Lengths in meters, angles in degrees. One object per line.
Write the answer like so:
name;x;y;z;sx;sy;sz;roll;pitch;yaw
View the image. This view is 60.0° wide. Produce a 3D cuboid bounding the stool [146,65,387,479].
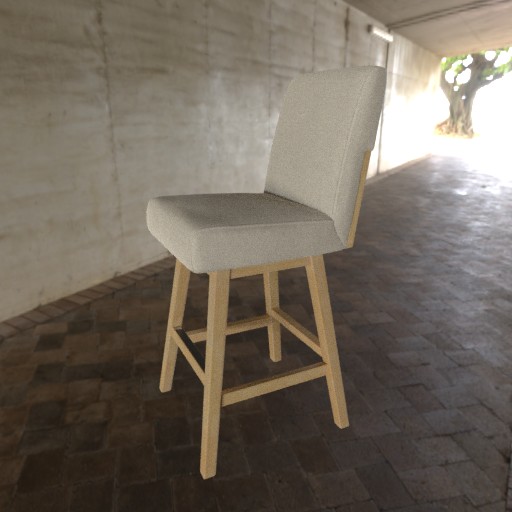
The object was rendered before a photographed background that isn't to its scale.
stool;0.000;0.000;1.282;0.543;1.015;0.446;-9;20;-25
